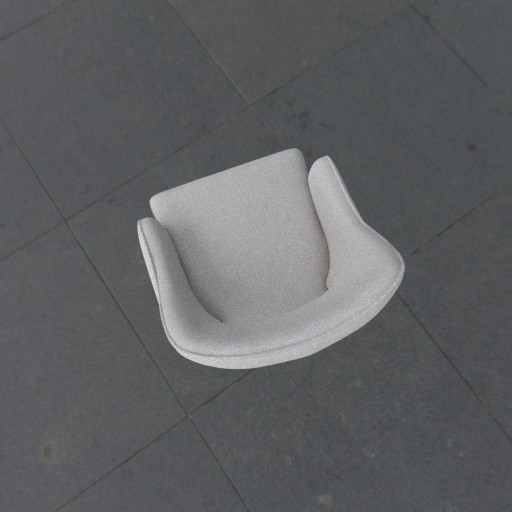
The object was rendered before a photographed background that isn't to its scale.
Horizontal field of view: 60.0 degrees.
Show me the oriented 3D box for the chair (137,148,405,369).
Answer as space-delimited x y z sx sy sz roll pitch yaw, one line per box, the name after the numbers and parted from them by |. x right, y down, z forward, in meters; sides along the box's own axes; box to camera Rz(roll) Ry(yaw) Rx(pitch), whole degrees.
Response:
0.000 0.000 1.234 0.560 0.840 0.580 -20 78 -4 | chair
